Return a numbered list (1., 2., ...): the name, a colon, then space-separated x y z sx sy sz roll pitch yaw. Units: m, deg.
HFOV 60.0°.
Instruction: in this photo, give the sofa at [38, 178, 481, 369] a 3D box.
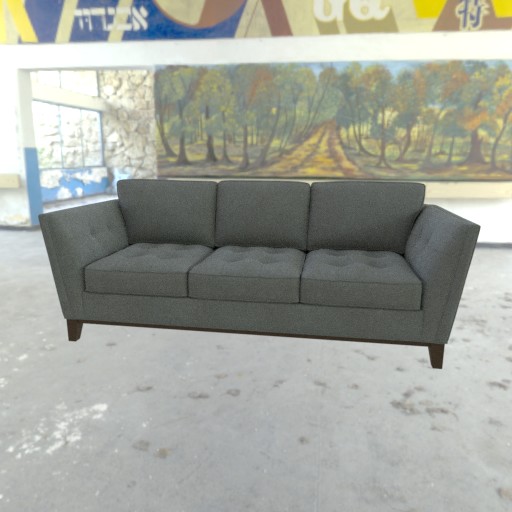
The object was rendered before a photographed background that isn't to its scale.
1. sofa: 0.000 0.000 2.876 2.387 0.940 0.965 2 13 9
